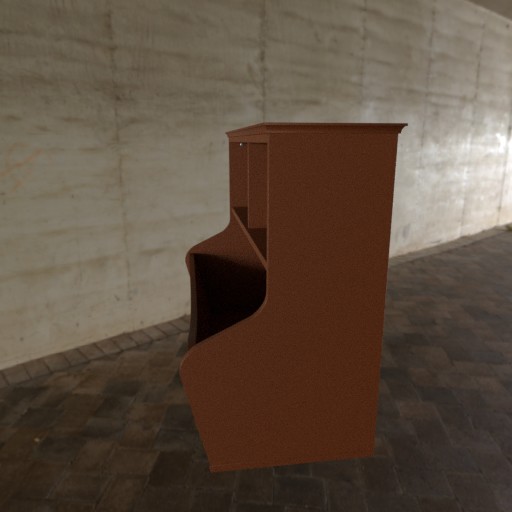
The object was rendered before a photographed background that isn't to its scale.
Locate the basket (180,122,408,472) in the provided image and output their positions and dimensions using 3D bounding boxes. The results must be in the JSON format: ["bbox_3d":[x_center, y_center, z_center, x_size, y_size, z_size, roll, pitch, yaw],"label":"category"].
[{"bbox_3d":[0.000,0.000,1.136,0.376,0.625,0.792,-2,15,-8],"label":"basket"}]
